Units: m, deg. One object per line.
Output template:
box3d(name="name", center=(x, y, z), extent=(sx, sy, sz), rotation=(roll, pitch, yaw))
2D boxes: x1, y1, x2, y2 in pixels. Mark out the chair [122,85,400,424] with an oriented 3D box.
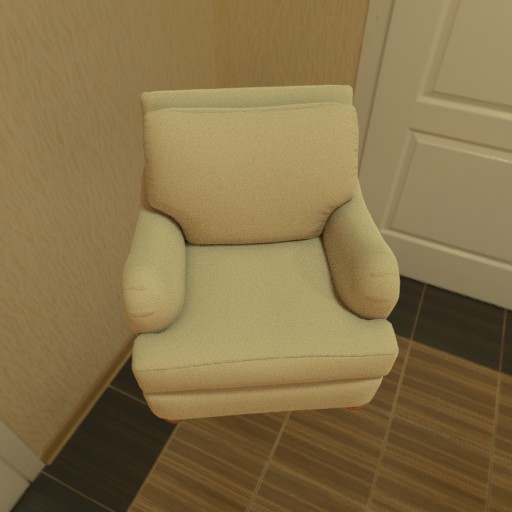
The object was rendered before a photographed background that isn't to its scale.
box3d(name="chair", center=(0.000, 0.000, 1.828), extent=(0.955, 1.038, 1.070), rotation=(-3, 47, -3))
